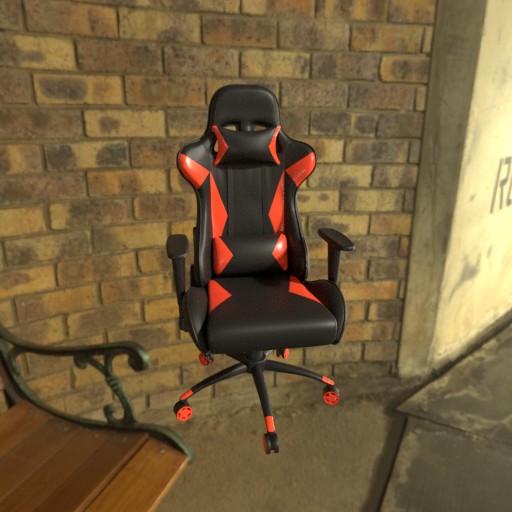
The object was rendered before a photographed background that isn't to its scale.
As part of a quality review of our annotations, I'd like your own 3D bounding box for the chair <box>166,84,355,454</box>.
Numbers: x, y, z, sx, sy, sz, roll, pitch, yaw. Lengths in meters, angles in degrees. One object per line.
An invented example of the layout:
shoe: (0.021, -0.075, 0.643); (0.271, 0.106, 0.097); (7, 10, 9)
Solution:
chair: (0.000, 0.000, 1.717); (0.695, 1.282, 0.730); (-3, 17, -9)
